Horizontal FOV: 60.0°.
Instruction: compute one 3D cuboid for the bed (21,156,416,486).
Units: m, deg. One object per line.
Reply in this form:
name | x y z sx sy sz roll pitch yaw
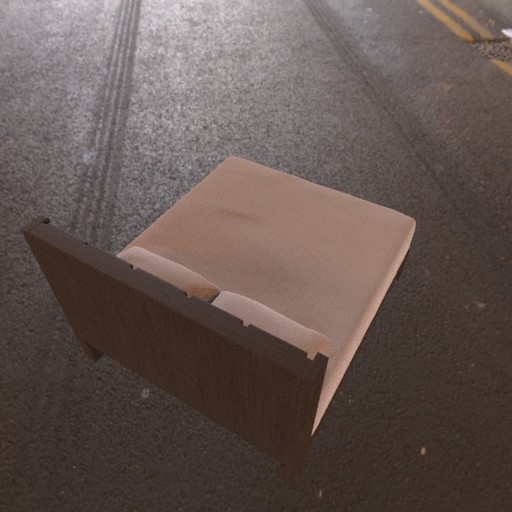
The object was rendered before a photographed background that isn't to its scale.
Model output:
bed | 0.000 0.000 3.085 1.735 1.261 1.992 24 51 21
